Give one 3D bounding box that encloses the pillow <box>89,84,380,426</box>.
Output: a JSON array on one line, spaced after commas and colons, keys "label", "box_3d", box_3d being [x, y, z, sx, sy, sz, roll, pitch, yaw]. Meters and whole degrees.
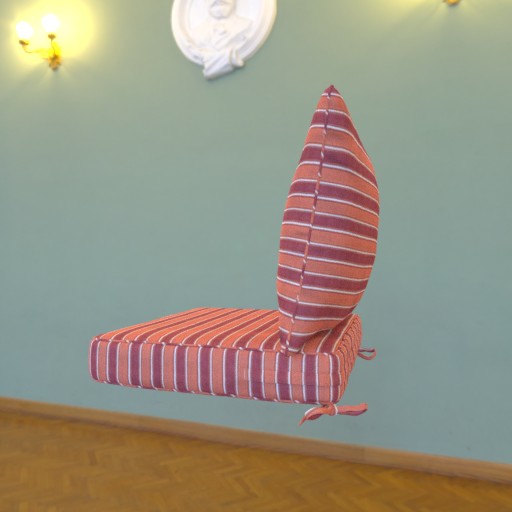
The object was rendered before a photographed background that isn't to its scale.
[{"label": "pillow", "box_3d": [0.000, 0.000, 1.366, 0.733, 0.723, 0.799, 0, 0, 17]}]
